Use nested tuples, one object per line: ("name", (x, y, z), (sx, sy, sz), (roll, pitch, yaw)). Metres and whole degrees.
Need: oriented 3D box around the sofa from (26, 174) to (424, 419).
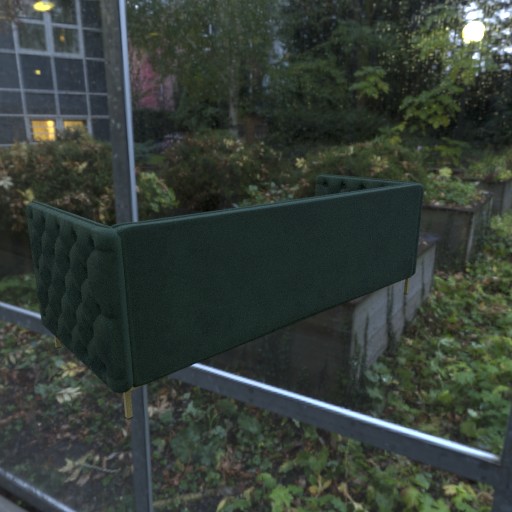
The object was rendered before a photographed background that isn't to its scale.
("sofa", (0.000, 0.000, 2.574), (2.209, 0.771, 0.895), (-14, 21, -40))
